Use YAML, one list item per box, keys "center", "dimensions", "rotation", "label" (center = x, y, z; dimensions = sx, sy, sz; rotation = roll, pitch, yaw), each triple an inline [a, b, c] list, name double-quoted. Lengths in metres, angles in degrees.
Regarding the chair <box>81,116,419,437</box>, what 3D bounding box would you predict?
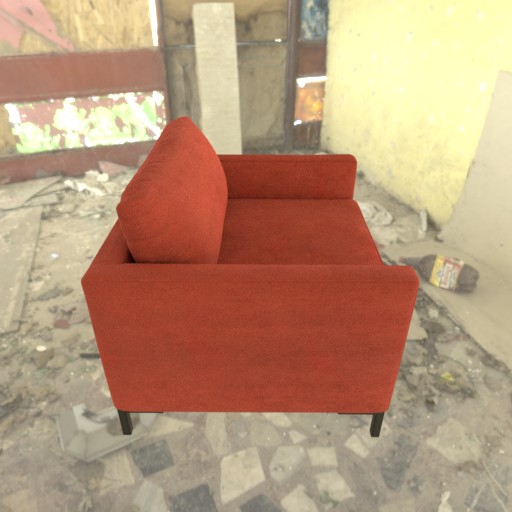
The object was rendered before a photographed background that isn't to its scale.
- center: [0.000, 0.000, 1.598]
  dimensions: [0.875, 0.812, 0.964]
  rotation: [0, 32, 0]
  label: "chair"
